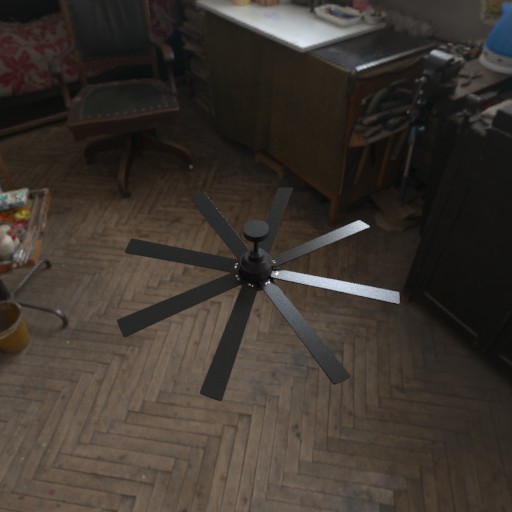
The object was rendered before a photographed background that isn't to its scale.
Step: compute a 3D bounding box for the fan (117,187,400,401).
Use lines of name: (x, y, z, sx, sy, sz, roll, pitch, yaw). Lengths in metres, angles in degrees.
fan: (0.000, 0.000, 2.802, 1.830, 0.472, 1.830, 11, 47, 10)
